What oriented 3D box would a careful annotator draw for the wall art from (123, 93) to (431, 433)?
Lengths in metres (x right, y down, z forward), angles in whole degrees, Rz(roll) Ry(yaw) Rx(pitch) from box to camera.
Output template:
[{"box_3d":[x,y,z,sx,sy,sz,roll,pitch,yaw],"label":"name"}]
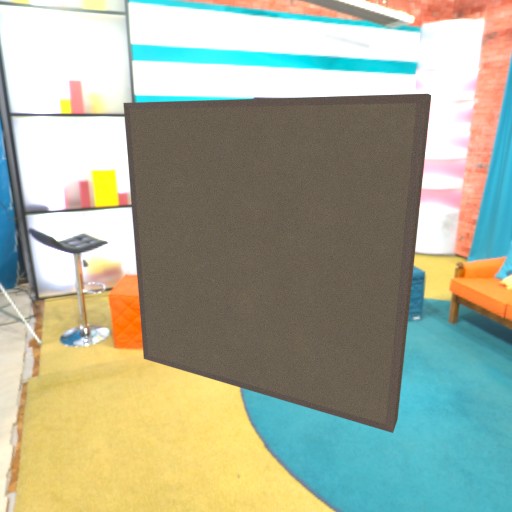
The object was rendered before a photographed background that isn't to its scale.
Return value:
[{"box_3d":[0.000,0.000,0.759,0.508,0.506,0.038,8,18,26],"label":"wall art"}]
